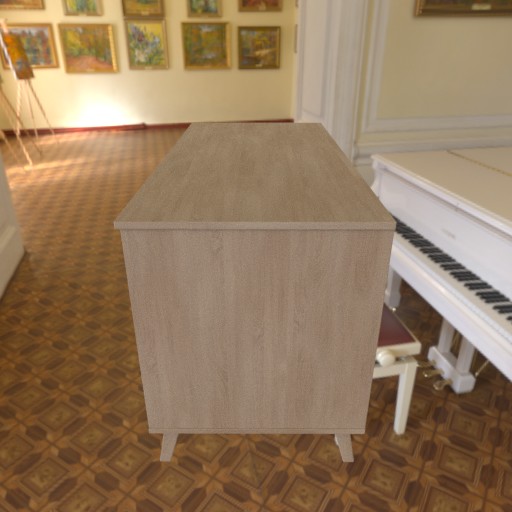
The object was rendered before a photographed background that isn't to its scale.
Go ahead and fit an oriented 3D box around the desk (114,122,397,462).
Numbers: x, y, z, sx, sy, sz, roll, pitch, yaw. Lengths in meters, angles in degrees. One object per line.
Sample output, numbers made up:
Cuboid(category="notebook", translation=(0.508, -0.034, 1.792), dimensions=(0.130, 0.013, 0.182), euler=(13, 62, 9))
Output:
Cuboid(category="desk", translation=(0.000, 0.000, 1.669), dimensions=(0.600, 0.770, 1.251), euler=(0, 26, 0))
